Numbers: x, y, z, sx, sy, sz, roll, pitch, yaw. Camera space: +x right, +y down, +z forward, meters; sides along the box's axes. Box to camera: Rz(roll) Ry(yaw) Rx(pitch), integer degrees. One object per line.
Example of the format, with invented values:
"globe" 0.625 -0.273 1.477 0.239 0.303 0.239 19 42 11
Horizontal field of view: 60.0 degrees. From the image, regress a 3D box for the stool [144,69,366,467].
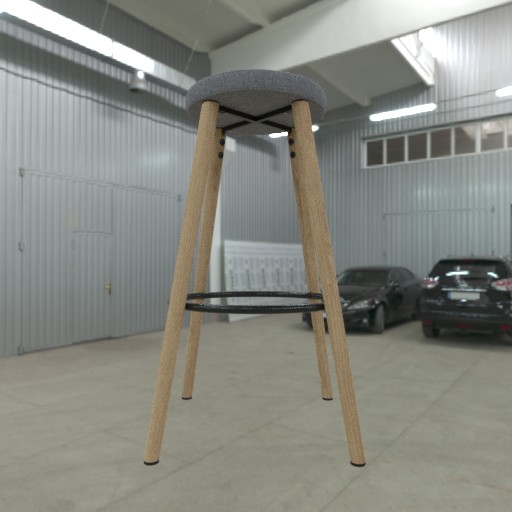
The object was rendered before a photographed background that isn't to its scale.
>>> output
"stool" 0.000 0.000 1.015 0.410 0.770 0.410 0 -1 1
